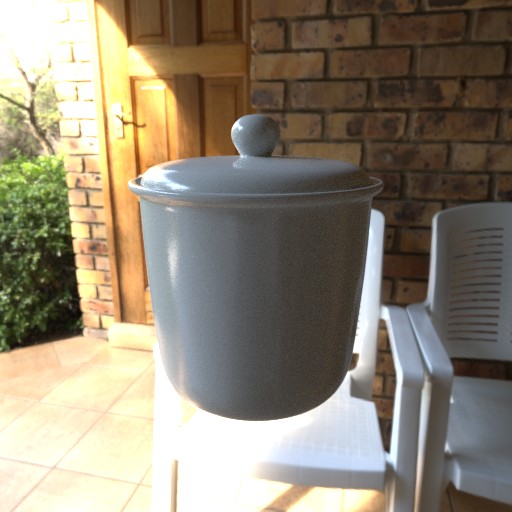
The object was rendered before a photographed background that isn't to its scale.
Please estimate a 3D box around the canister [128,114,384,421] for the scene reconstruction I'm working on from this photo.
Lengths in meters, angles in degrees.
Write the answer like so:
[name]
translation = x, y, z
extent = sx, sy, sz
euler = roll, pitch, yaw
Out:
[canister]
translation = 0.000, 0.000, 0.341
extent = 0.182, 0.208, 0.182
euler = 0, 15, 0
